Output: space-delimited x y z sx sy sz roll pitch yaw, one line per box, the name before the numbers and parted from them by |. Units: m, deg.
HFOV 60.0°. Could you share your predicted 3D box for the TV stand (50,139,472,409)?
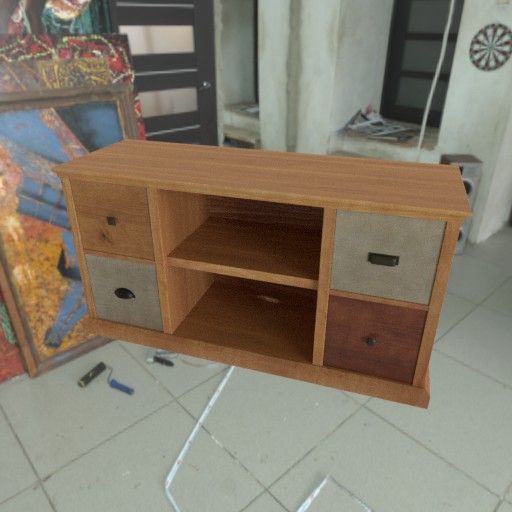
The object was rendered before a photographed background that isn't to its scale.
TV stand | 0.000 0.000 1.485 1.181 0.607 0.417 9 29 16
